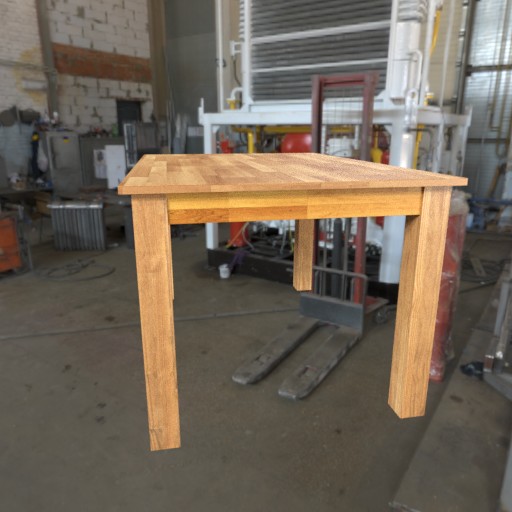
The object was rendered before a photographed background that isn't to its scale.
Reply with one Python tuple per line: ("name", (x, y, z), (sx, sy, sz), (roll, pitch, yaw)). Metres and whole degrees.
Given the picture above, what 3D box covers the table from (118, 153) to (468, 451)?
("table", (0.000, 0.000, 1.817), (0.900, 0.750, 1.300), (-3, 16, -11))
